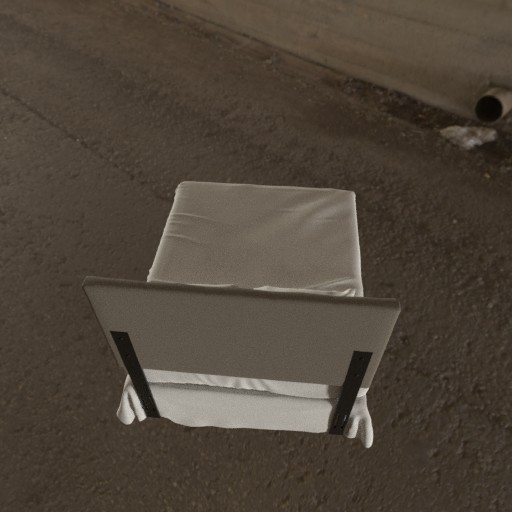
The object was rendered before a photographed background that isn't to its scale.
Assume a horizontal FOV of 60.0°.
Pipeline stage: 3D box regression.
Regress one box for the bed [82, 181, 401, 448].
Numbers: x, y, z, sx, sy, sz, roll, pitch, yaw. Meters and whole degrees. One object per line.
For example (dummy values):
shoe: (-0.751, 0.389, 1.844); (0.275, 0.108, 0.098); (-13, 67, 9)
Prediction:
bed: (0.000, 0.000, 3.482); (1.936, 1.577, 2.222); (4, 47, 4)
